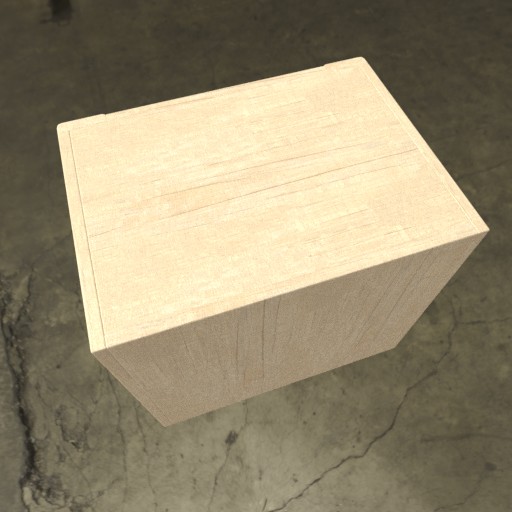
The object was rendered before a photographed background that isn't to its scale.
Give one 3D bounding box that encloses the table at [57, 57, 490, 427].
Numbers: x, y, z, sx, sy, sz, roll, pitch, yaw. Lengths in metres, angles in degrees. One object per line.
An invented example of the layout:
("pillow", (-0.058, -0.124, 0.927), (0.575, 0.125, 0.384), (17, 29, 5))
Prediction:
("table", (0.000, 0.000, 0.911), (0.570, 0.510, 0.420), (-16, 61, -9))
